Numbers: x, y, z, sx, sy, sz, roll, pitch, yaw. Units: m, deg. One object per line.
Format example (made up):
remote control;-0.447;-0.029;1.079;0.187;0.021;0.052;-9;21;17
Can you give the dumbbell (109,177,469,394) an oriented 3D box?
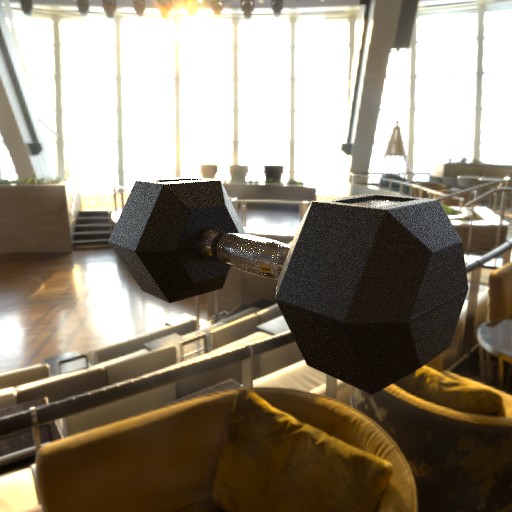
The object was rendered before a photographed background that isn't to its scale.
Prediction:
dumbbell;0.000;0.000;0.370;0.129;0.113;0.315;-13;19;-42
